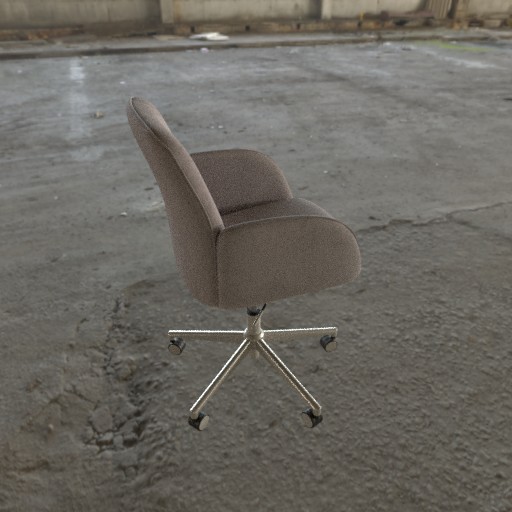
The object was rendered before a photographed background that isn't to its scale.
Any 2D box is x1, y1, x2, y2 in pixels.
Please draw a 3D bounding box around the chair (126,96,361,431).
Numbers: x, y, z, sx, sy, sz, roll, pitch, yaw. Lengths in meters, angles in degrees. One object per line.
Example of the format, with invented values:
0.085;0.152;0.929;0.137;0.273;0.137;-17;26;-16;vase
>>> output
0.000;0.000;1.393;0.654;0.959;0.648;-10;32;-17;chair
